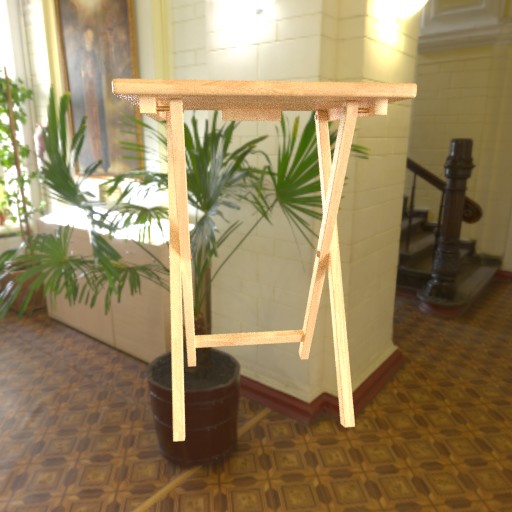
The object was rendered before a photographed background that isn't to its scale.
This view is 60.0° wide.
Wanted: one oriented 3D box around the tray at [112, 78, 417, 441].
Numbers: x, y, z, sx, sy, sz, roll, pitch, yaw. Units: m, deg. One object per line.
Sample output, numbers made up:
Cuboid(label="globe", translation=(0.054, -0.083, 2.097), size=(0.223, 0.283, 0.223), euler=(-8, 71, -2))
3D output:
Cuboid(label="tray", translation=(0.000, 0.000, 0.951), size=(0.483, 0.660, 0.381), euler=(-2, 15, -7))
